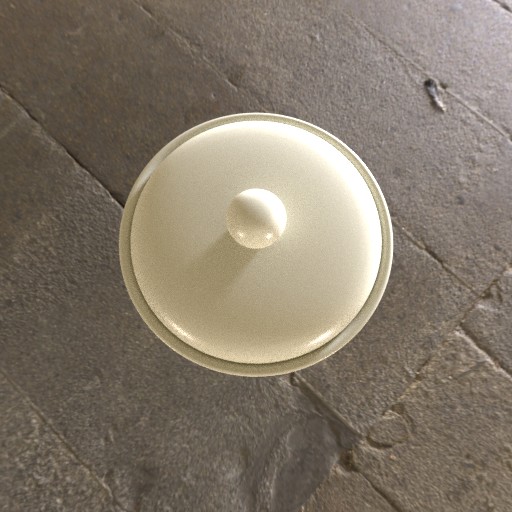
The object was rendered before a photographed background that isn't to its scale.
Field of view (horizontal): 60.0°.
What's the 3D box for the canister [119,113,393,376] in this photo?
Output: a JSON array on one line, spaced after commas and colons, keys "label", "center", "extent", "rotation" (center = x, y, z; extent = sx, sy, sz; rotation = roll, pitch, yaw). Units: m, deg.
[{"label": "canister", "center": [0.000, 0.000, 0.350], "extent": [0.181, 0.211, 0.181], "rotation": [0, 76, 0]}]
